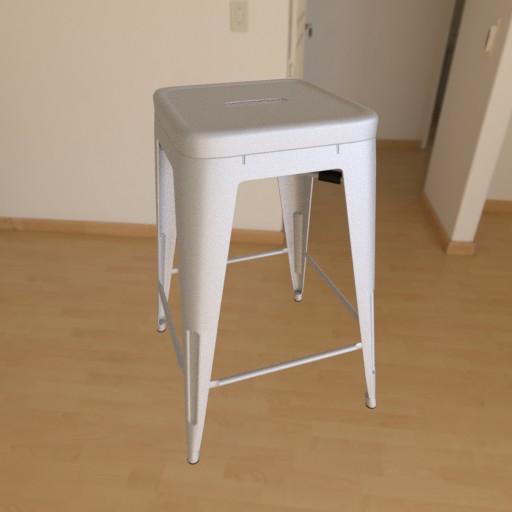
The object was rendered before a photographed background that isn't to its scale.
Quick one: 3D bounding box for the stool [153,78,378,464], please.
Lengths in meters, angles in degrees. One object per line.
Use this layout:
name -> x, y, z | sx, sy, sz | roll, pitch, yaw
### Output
stool -> 0.000, 0.000, 0.890 | 0.410, 0.608, 0.410 | -11, 34, -16
